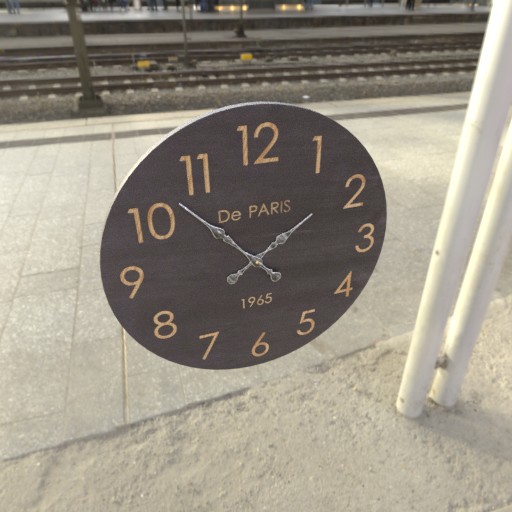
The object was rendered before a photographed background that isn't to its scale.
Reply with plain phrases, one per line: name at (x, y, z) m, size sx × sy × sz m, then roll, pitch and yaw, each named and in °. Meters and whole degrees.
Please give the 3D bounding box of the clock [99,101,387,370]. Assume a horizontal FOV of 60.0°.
clock at (0.000, 0.000, 0.895) m, size 0.595 × 0.595 × 0.029 m, roll -10°, pitch 33°, yaw -16°
